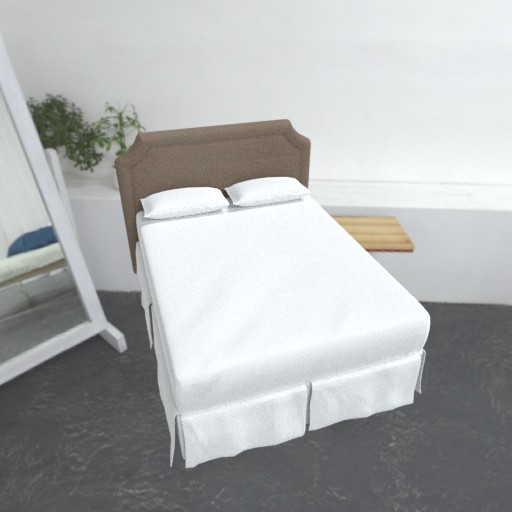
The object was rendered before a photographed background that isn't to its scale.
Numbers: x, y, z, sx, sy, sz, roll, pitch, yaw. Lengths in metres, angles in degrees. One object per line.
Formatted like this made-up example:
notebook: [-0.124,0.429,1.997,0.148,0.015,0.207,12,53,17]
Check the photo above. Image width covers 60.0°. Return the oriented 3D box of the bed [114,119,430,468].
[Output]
bed: [0.000,0.000,3.149,1.693,1.290,2.116,-10,34,-15]
